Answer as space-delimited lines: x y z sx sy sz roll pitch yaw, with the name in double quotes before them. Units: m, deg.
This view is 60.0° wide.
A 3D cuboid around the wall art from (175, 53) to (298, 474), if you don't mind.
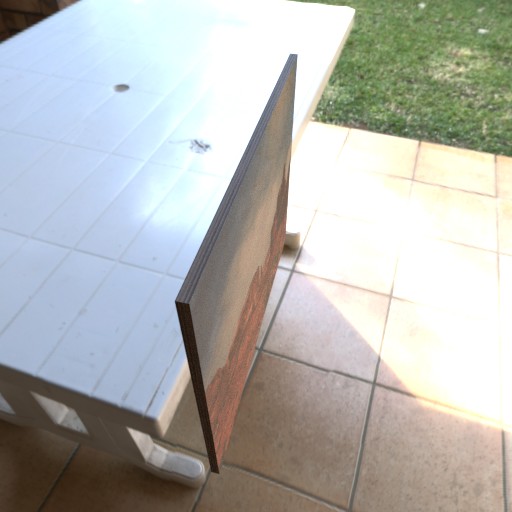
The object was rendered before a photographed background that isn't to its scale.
"wall art" 0.000 0.000 0.674 0.013 0.406 0.508 10 47 9
